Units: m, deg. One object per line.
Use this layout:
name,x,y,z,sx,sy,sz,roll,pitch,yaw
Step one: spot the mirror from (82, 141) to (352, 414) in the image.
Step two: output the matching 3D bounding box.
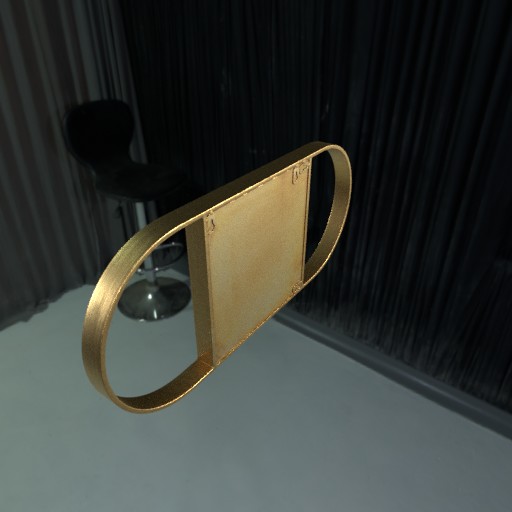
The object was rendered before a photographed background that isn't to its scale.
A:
mirror,0.000,0.000,0.667,0.032,0.254,0.584,21,37,30
